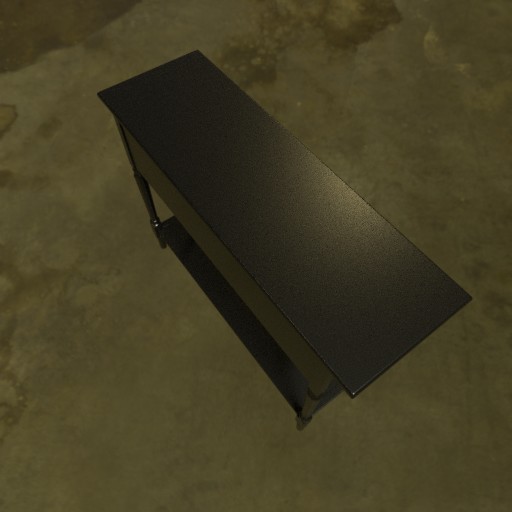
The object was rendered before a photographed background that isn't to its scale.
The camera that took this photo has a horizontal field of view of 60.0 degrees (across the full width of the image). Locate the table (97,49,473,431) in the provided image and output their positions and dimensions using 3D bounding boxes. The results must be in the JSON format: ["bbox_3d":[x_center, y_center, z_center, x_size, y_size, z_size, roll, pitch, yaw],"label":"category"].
[{"bbox_3d":[0.000,0.000,1.571,0.386,0.819,1.191,-32,64,-18],"label":"table"}]
